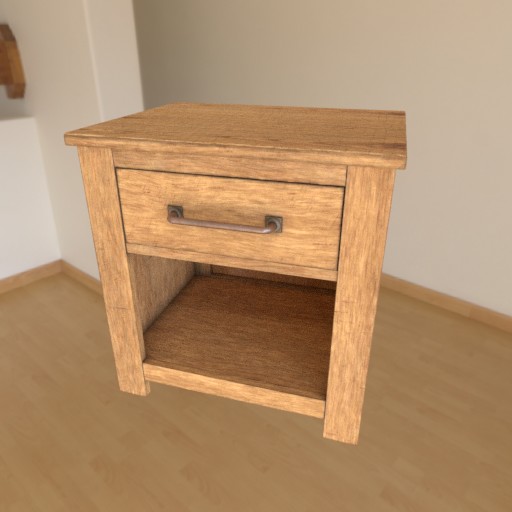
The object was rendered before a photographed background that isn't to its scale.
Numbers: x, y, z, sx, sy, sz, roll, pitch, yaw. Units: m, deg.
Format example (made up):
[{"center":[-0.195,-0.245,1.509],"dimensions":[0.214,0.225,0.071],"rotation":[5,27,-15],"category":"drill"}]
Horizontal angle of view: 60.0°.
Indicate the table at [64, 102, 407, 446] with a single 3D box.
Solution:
[{"center":[0.000,0.000,1.061],"dimensions":[0.601,0.625,0.494],"rotation":[7,27,15],"category":"table"}]
